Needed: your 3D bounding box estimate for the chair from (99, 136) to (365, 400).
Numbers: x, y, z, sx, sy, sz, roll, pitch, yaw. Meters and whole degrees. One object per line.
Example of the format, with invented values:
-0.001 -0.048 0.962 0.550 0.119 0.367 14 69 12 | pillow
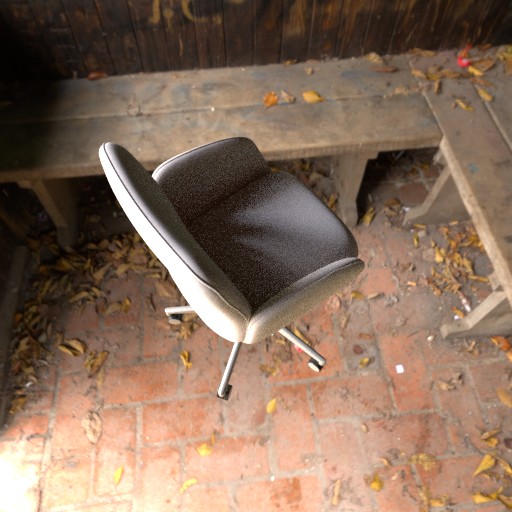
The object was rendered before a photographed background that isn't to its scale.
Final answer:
0.000 0.000 1.387 0.633 0.959 0.648 -31 63 -18 | chair
